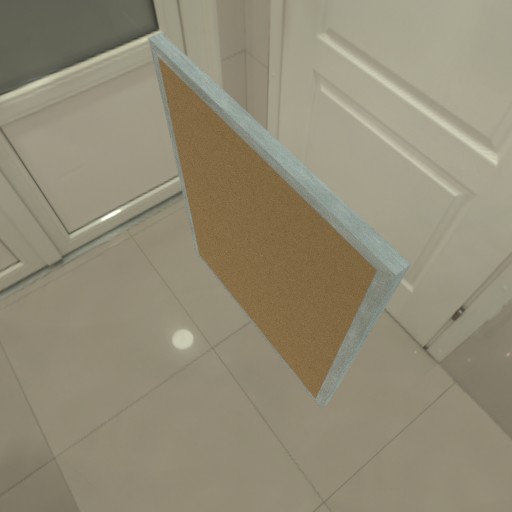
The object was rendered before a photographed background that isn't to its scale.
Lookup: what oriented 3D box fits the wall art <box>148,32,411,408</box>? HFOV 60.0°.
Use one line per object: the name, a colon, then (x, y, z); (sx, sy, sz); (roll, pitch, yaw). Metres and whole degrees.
wall art: (0.000, 0.000, 0.780); (0.022, 0.582, 0.479); (-33, 64, -18)
